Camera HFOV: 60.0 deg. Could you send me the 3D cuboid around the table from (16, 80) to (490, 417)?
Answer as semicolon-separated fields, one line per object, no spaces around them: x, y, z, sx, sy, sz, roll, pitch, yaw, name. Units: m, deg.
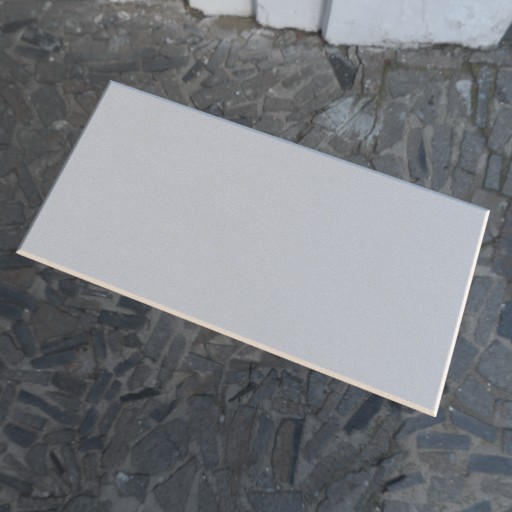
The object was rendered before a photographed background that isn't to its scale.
0.000;0.000;1.390;1.109;0.506;0.551;20;76;5;table
